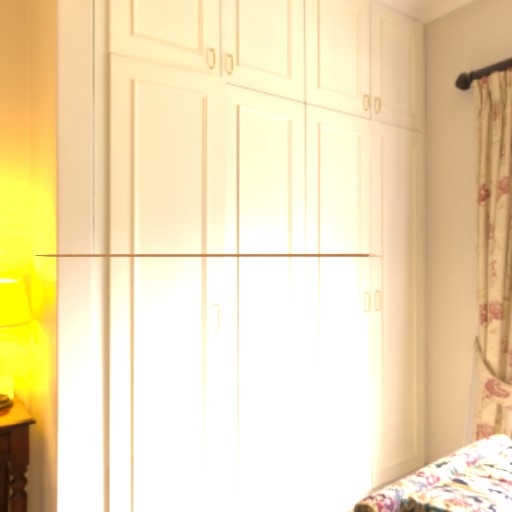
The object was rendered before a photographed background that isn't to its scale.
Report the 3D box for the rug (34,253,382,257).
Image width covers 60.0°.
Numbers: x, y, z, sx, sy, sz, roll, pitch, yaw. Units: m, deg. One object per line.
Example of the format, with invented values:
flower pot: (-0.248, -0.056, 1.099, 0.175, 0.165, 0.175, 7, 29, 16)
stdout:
rug: (0.000, 0.000, 2.858, 1.524, 0.013, 2.134, 0, 0, 17)
